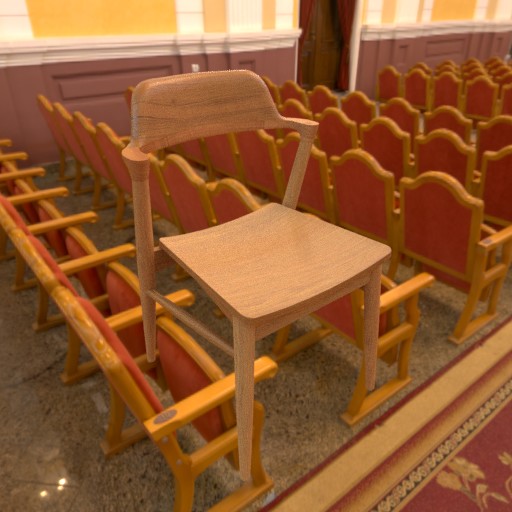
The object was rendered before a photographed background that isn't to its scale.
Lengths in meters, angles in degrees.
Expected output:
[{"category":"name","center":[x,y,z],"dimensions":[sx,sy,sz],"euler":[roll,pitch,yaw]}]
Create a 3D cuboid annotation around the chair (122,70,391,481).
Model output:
[{"category":"chair","center":[0.000,0.000,1.091],"dimensions":[0.512,0.792,0.499],"euler":[-21,36,-32]}]
